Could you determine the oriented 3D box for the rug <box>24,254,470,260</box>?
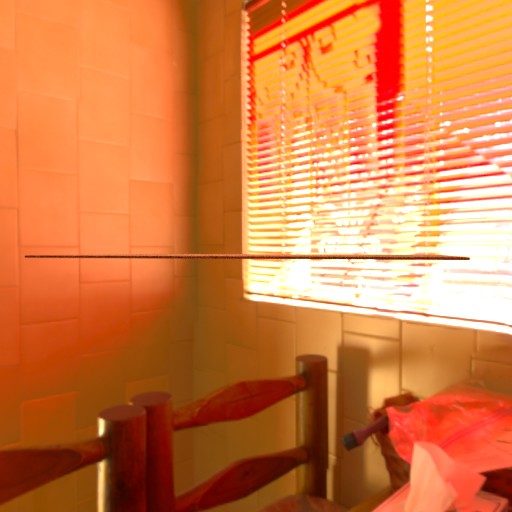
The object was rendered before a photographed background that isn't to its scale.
[{"bbox_3d":[0.000,0.000,3.011,2.438,0.015,1.524,0,1,18],"label":"rug"}]
